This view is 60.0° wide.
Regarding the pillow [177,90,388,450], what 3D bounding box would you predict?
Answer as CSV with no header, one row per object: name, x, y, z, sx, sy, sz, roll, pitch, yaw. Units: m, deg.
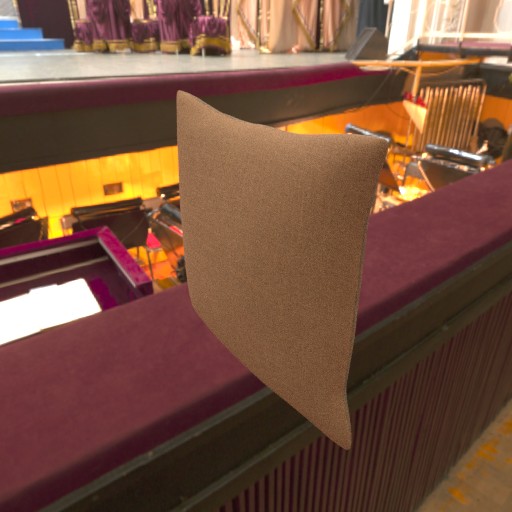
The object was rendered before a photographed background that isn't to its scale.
pillow,0.000,0.000,0.787,0.178,0.506,0.512,-19,33,-31
